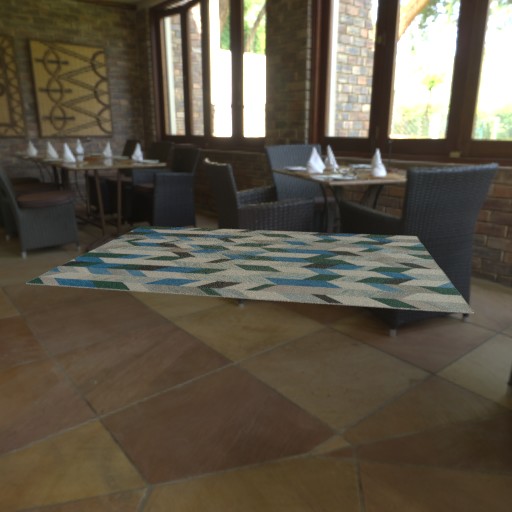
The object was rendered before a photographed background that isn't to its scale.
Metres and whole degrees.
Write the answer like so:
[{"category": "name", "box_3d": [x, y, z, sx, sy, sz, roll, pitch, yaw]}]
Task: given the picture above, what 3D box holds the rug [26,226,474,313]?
[{"category": "rug", "box_3d": [0.000, 0.000, 2.341, 1.827, 0.005, 1.229, 3, 16, 10]}]
